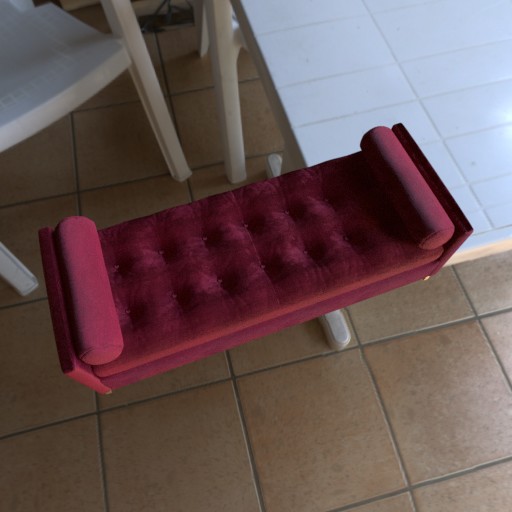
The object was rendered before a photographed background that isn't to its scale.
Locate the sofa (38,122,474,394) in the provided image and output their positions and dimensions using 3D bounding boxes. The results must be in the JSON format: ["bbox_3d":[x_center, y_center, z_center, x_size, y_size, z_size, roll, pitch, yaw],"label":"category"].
[{"bbox_3d":[0.000,0.000,2.499,2.102,0.705,0.796,-18,65,-9],"label":"sofa"}]
